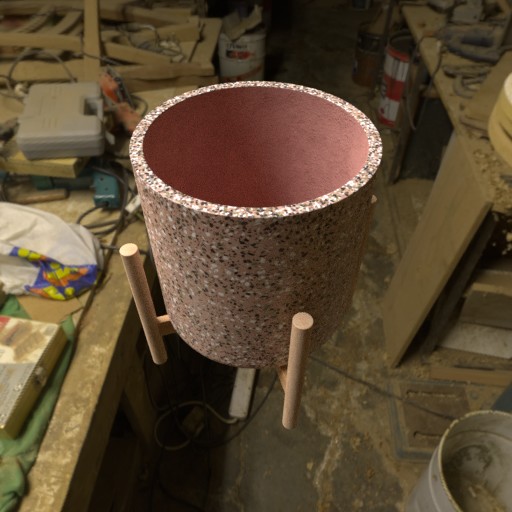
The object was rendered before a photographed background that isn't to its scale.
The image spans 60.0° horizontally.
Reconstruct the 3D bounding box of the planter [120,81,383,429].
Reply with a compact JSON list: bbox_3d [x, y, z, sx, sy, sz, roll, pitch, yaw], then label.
[{"bbox_3d":[0.000,0.000,0.690,0.360,0.419,0.360,3,46,3],"label":"planter"}]
